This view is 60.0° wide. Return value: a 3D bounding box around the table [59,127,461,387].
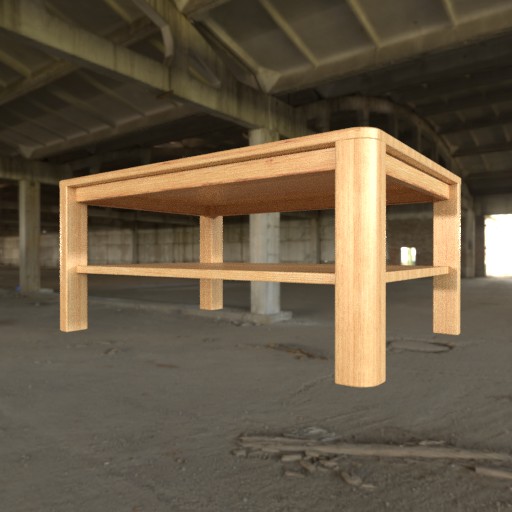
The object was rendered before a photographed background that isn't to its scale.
[{"bbox_3d":[0.000,0.000,1.314,0.997,0.445,0.696,0,0,37],"label":"table"}]
